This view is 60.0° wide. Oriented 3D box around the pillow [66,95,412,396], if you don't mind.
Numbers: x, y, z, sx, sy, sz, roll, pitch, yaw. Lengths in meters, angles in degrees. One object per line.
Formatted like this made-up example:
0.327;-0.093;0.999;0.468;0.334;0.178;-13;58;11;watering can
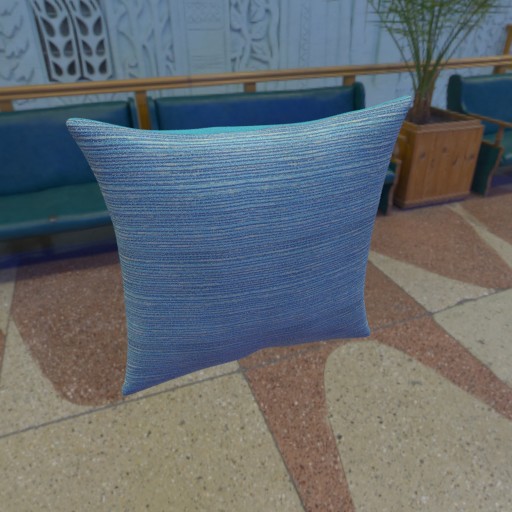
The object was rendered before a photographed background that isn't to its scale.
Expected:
0.000;0.000;0.750;0.514;0.497;0.150;-10;33;-16;pillow
